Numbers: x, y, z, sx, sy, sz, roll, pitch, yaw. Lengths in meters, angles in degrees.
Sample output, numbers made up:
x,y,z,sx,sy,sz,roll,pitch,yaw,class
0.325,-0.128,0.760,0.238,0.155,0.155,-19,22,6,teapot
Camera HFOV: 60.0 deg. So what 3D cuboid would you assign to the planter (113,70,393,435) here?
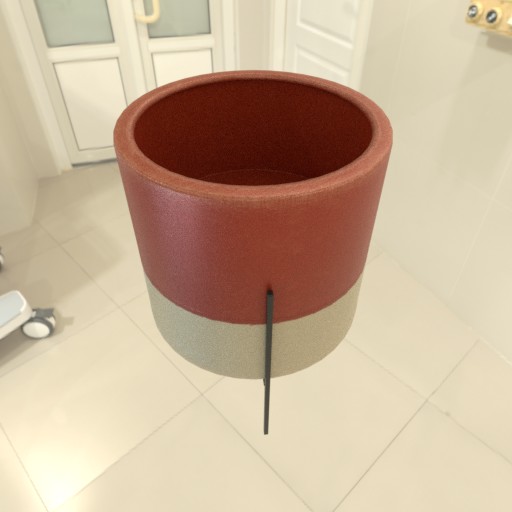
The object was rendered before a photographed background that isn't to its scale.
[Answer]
x,y,z,sx,sy,sz,roll,pitch,yaw,class
0.000,0.000,0.709,0.354,0.465,0.345,-26,49,-26,planter
